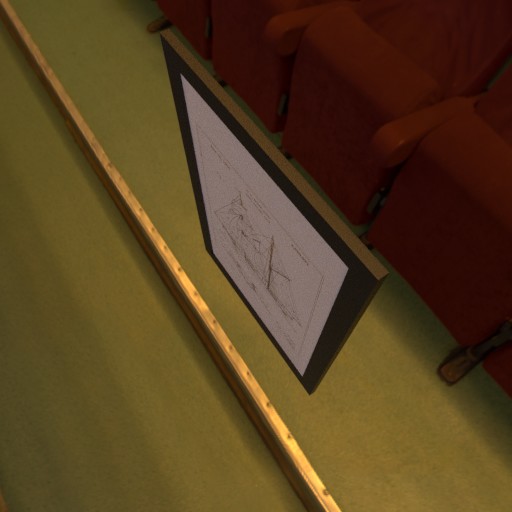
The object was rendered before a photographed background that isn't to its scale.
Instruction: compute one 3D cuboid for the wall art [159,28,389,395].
[{"bbox_3d":[0.000,0.000,0.680,0.013,0.534,0.381,-31,67,-15],"label":"wall art"}]
